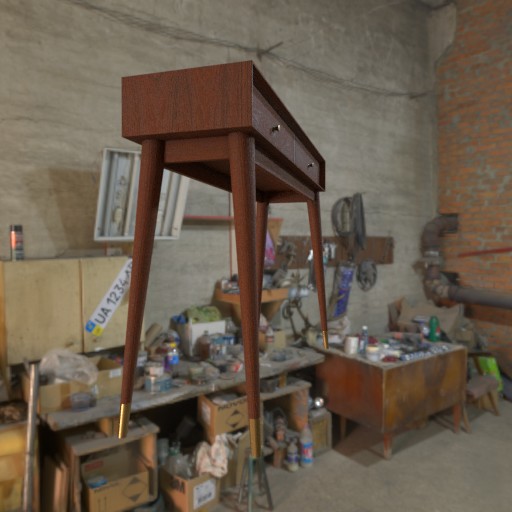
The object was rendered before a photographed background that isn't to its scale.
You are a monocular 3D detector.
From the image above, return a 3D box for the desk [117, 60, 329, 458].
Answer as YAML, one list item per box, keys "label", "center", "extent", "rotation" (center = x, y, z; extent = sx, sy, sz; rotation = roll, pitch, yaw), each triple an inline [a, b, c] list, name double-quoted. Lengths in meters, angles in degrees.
- label: "desk"
  center: [0.000, 0.000, 1.646]
  extent: [0.384, 0.917, 1.204]
  rotation: [0, 1, 17]
